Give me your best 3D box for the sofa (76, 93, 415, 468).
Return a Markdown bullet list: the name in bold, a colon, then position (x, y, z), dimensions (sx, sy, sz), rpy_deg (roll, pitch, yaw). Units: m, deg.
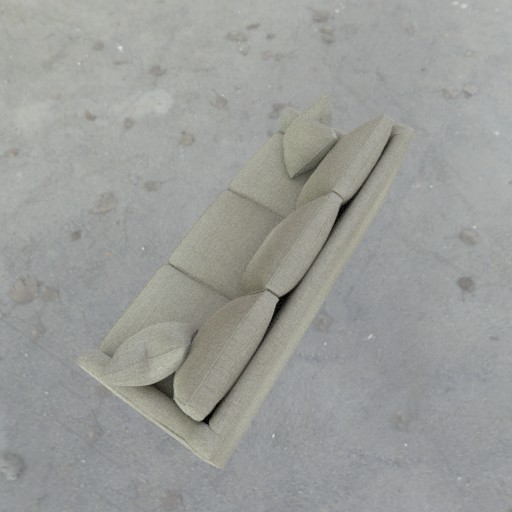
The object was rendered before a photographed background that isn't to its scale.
- **sofa**: position (0.000, 0.000, 2.511), dimensions (0.865, 0.914, 2.031), rpy_deg (29, 66, 14)
